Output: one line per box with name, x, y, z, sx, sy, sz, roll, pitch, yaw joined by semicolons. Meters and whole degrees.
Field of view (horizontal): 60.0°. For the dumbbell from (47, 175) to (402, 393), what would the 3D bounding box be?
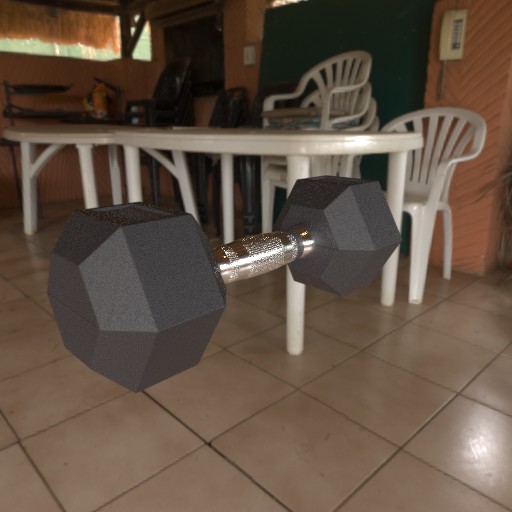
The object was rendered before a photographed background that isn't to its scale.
dumbbell;0.000;0.000;0.352;0.297;0.101;0.116;-16;23;-42
